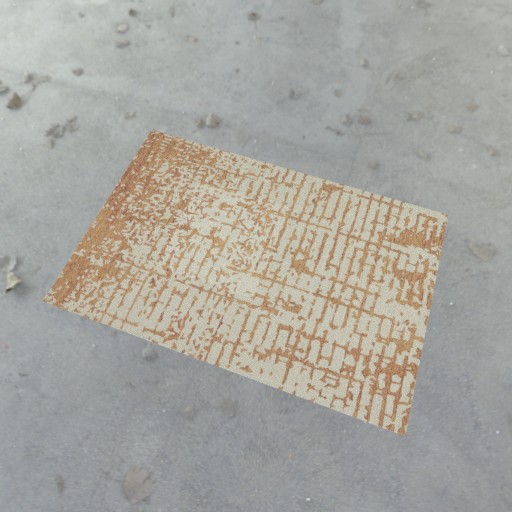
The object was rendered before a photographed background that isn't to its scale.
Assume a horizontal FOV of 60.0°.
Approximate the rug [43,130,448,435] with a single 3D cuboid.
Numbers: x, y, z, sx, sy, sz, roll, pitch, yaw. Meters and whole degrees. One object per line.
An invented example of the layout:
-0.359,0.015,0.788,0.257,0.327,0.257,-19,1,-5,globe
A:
0.000,0.000,2.343,1.829,0.011,1.219,18,64,9,rug
